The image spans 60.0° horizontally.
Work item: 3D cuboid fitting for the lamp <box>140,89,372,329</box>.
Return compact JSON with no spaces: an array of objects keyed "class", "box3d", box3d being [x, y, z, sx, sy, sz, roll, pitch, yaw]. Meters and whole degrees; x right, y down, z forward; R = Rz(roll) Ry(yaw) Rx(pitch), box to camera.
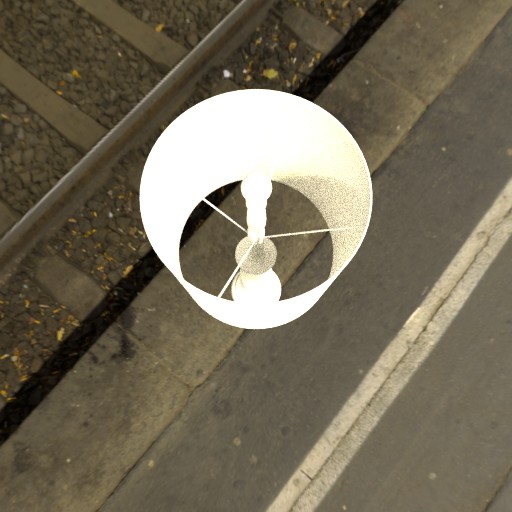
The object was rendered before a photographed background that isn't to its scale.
[{"class":"lamp","box3d":[0.000,0.000,0.745,0.250,0.597,0.250,18,76,5]}]
